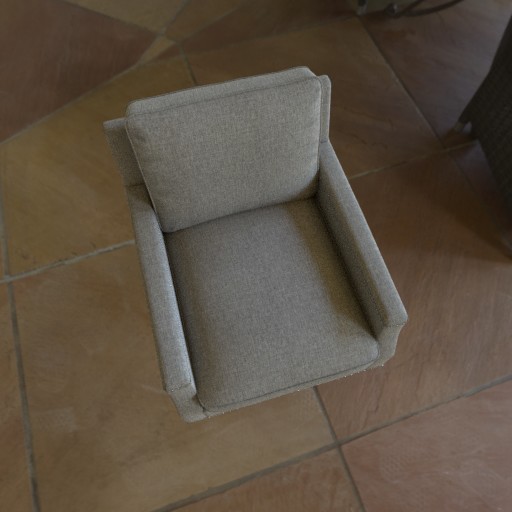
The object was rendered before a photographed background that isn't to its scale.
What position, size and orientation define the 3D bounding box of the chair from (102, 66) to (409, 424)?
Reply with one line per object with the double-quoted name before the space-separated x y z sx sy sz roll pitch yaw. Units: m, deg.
"chair" 0.000 0.000 1.699 0.853 0.943 1.014 -14 65 -7
